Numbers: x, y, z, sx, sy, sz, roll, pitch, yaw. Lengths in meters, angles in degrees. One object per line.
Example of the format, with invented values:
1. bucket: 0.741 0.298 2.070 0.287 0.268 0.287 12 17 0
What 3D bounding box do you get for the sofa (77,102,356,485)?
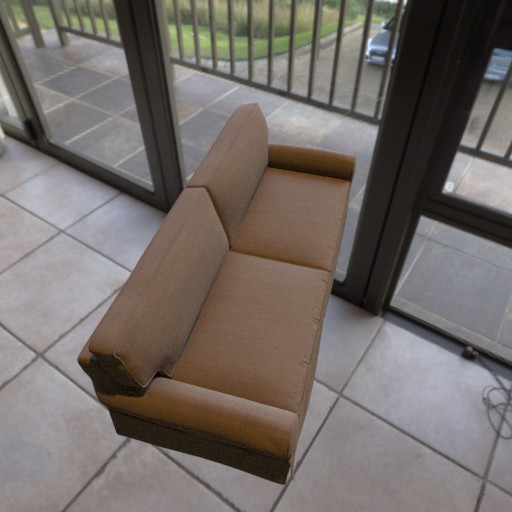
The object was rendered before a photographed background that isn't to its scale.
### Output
1. sofa: 0.000 0.000 2.690 0.991 0.943 2.248 12 47 11
